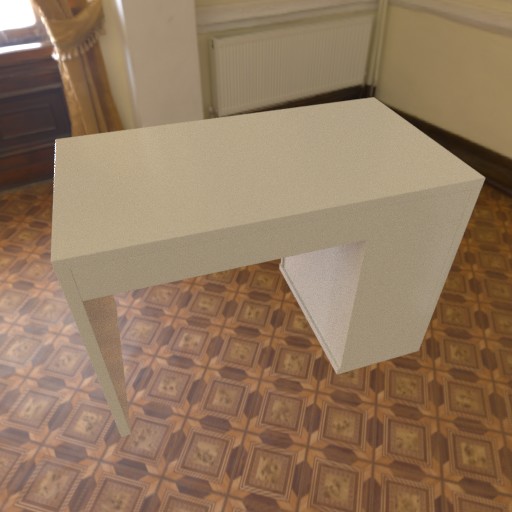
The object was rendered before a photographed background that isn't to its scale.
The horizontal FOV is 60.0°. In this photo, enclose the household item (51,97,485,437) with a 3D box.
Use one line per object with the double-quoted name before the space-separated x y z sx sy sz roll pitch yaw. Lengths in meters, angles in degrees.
"household item" 0.000 0.000 1.517 1.100 0.749 0.597 -12 42 -14
